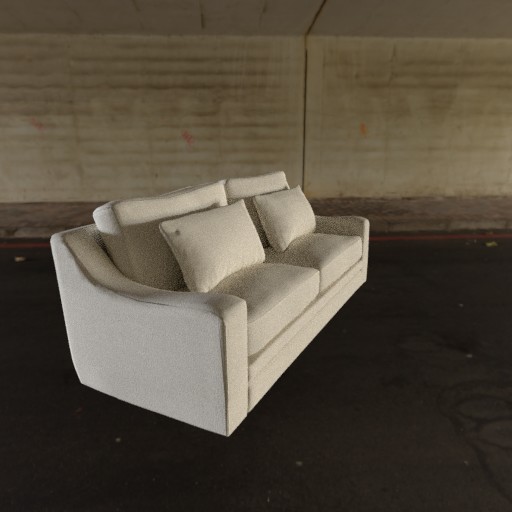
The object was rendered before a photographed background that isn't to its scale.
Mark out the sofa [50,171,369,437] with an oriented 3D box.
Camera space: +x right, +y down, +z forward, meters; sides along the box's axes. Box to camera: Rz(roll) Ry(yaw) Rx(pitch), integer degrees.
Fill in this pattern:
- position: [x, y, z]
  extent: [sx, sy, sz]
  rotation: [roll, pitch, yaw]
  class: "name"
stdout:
- position: [0.000, 0.000, 3.060]
  extent: [1.009, 1.022, 2.470]
  rotation: [8, 17, 26]
  class: "sofa"
